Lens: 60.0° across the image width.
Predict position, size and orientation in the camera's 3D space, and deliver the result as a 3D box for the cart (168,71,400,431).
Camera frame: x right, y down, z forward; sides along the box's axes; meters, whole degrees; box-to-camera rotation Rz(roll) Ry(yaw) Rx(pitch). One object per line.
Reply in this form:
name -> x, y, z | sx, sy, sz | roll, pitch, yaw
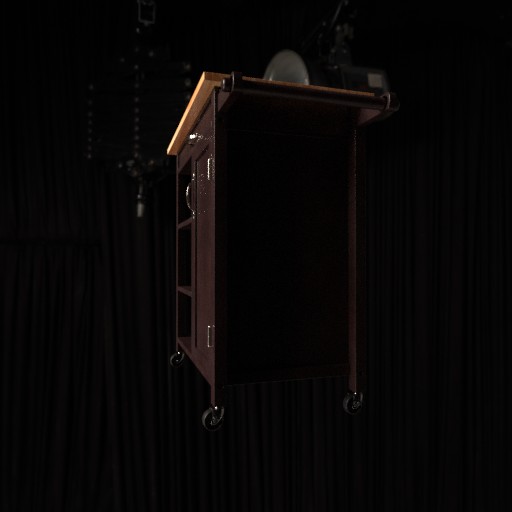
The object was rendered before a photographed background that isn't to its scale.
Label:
cart -> 0.000, 0.000, 1.448 | 0.472, 0.878, 0.914 | 0, -1, -18
